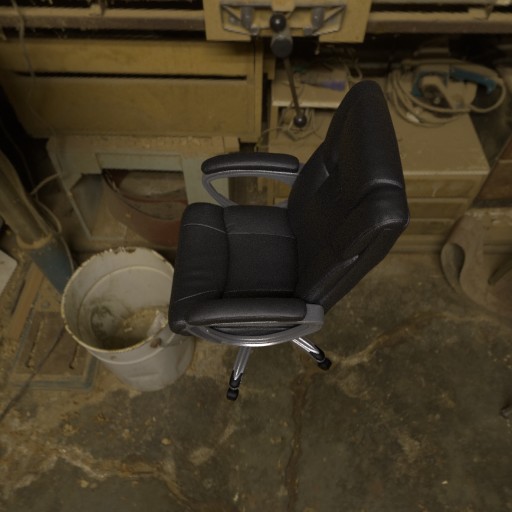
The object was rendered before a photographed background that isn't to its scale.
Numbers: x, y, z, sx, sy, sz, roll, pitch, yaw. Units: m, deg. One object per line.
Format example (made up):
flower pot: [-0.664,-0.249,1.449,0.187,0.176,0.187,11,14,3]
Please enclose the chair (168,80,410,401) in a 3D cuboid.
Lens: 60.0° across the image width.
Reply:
chair: [0.000,0.000,1.554,0.719,1.130,0.721,2,57,1]
